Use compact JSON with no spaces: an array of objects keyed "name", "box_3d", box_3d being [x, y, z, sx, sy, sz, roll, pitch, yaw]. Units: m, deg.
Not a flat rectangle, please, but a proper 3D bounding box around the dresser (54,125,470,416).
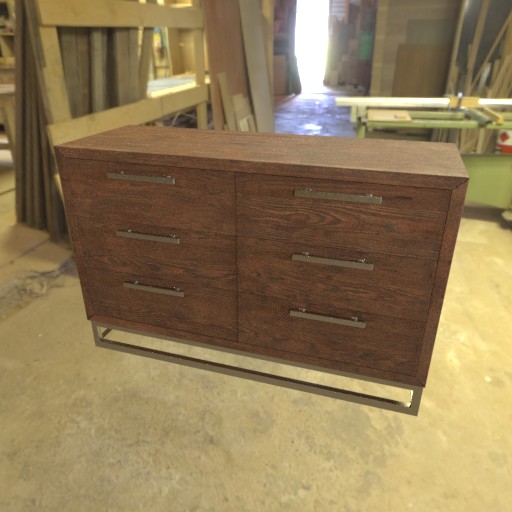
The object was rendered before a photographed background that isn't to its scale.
[{"name":"dresser","box_3d":[0.000,0.000,2.144,1.646,1.061,0.623,8,27,16]}]
